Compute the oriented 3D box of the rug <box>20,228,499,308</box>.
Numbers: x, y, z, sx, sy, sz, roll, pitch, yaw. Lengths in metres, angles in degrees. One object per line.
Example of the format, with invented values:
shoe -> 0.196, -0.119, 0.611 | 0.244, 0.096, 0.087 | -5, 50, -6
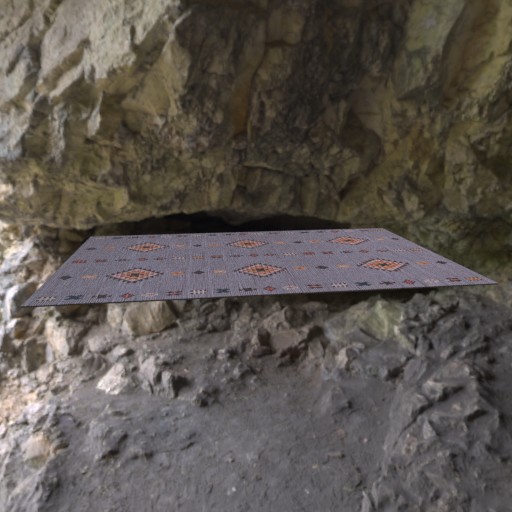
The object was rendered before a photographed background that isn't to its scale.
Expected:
rug -> 0.000, 0.000, 2.948 | 2.427, 0.007, 1.515 | -2, 15, -8
